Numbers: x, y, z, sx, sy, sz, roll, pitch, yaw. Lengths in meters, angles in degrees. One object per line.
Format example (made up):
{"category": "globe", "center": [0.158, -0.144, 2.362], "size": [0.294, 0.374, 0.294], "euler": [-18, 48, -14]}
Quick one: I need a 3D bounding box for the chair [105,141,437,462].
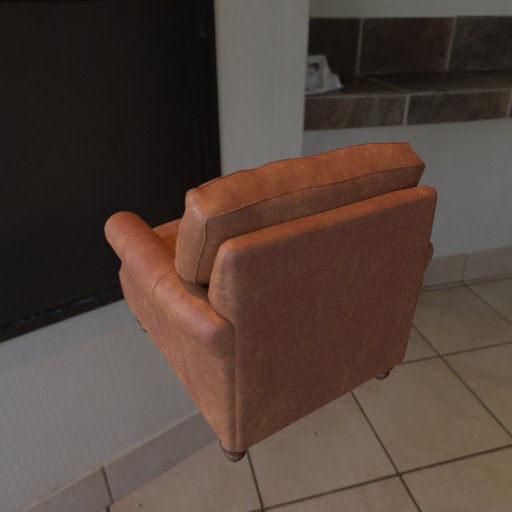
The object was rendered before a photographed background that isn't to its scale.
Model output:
{"category": "chair", "center": [0.000, 0.000, 1.741], "size": [0.983, 0.962, 0.986], "euler": [-18, 34, -28]}
